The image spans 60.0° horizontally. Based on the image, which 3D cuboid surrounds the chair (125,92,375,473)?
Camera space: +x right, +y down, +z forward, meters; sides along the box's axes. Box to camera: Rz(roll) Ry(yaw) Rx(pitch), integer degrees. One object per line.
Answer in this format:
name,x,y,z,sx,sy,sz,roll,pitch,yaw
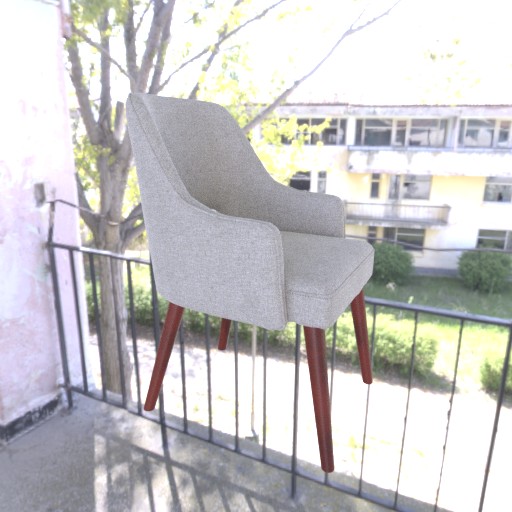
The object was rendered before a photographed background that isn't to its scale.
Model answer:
chair,0.000,0.000,1.217,0.605,0.849,0.548,7,17,25
